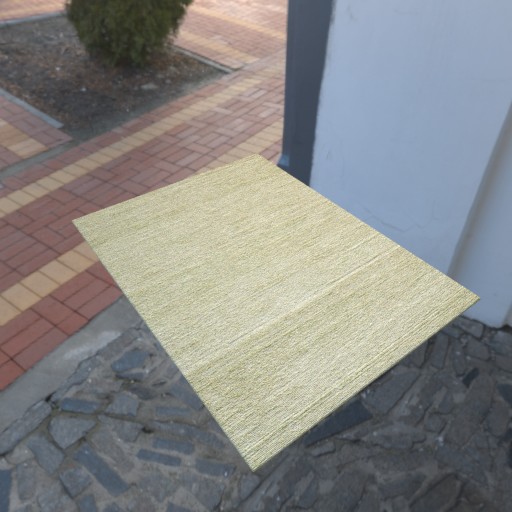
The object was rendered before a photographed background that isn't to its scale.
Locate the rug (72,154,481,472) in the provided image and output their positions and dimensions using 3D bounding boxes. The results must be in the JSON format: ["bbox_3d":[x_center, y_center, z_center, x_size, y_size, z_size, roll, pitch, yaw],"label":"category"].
[{"bbox_3d":[0.000,0.000,4.213,2.425,0.016,3.198,-26,47,-27],"label":"rug"}]
